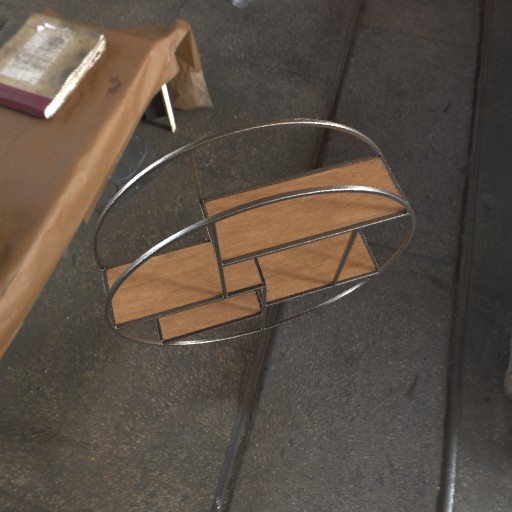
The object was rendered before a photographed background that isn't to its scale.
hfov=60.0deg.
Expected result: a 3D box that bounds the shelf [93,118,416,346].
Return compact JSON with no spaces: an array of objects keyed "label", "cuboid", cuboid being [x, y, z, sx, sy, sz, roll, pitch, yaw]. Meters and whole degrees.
[{"label":"shelf","cuboid":[0.000,0.000,1.311,0.888,0.888,0.202,-16,65,-7]}]
